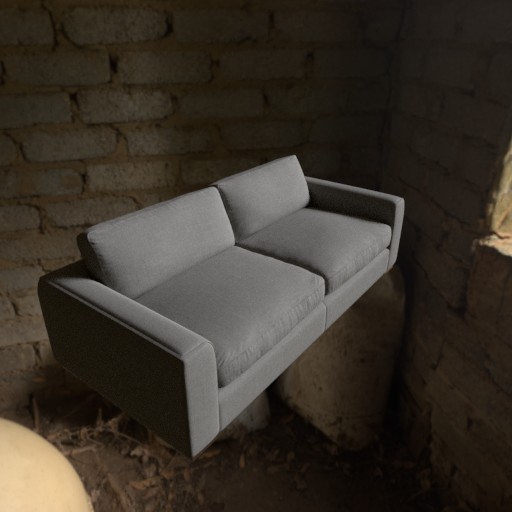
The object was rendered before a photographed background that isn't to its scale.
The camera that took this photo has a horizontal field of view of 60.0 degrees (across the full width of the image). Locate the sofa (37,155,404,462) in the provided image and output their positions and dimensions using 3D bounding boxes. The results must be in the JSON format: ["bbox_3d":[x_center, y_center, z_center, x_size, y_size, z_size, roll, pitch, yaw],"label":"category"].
[{"bbox_3d":[0.000,0.000,2.764,1.070,0.801,2.262,19,33,33],"label":"sofa"}]
